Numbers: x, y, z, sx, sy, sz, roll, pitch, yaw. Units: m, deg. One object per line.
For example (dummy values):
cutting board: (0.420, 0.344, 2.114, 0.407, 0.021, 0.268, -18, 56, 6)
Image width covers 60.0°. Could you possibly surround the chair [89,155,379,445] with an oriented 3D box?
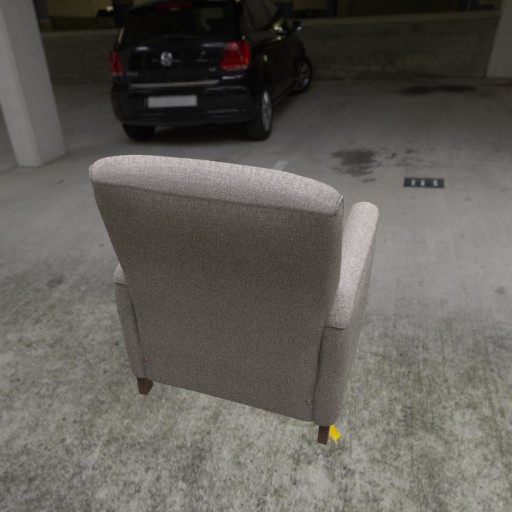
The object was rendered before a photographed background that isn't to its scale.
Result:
chair: (0.000, 0.000, 1.668, 0.848, 1.014, 0.864, 10, 33, 15)
